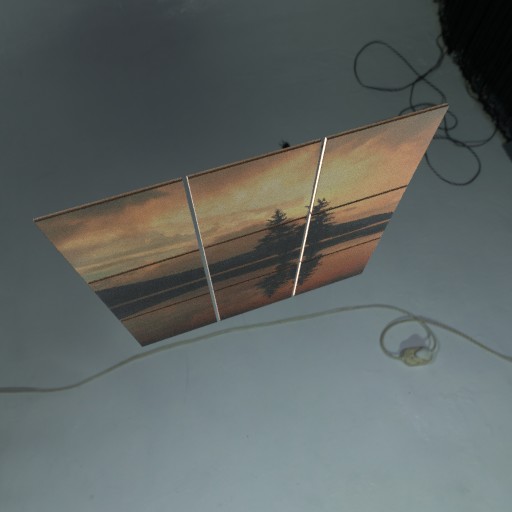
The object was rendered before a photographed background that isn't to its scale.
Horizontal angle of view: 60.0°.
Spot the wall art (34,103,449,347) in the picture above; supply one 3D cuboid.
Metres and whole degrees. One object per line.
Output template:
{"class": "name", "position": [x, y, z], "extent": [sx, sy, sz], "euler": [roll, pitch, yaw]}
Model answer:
{"class": "wall art", "position": [0.000, 0.000, 1.778], "extent": [1.216, 1.218, 0.013], "euler": [-18, 65, -9]}
